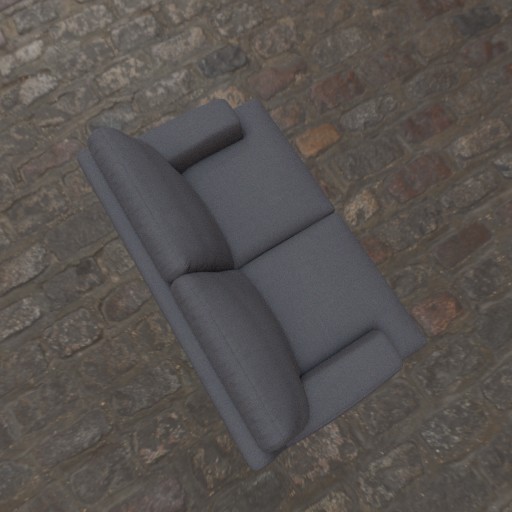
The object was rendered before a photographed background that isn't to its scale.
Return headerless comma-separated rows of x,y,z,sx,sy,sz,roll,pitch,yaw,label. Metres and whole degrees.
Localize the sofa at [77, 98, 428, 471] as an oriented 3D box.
0.000,0.000,2.495,1.143,0.940,1.880,-31,77,-8,sofa
